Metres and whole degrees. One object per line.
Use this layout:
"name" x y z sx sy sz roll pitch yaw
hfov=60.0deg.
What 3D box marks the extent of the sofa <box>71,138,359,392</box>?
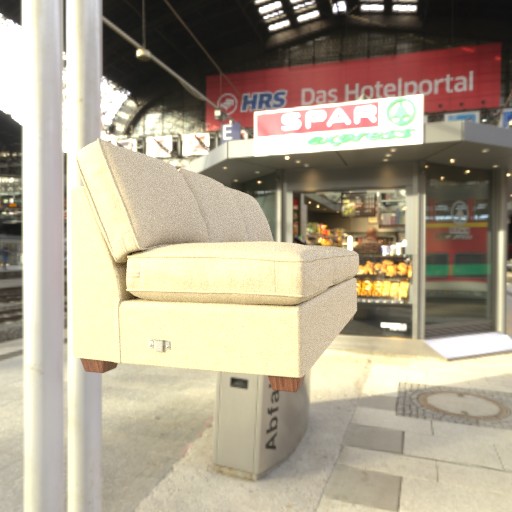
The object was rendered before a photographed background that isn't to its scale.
"sofa" 0.000 0.000 2.591 1.027 0.973 1.962 0 1 19
